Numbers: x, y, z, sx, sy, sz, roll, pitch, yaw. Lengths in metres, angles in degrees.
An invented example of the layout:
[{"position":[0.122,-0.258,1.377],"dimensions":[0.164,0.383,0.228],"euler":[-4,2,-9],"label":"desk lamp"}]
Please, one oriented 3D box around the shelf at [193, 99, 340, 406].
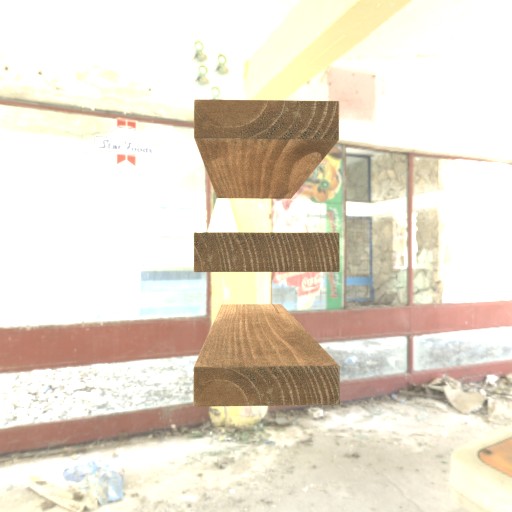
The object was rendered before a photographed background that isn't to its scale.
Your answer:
[{"position":[0.000,0.000,0.727],"dimensions":[0.140,0.293,0.610],"euler":[0,-1,-2],"label":"shelf"}]
